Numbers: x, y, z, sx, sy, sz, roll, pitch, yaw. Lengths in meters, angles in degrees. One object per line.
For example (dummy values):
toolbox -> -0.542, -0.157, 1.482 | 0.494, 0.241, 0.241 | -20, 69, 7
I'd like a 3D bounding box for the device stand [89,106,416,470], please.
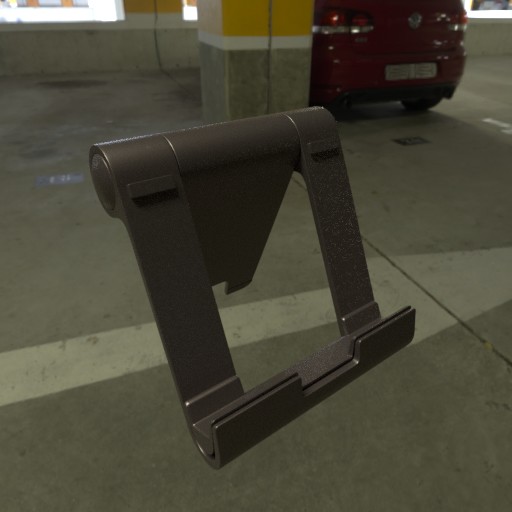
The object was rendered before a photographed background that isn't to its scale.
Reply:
device stand -> 0.000, 0.000, 0.153 | 0.088, 0.084, 0.079 | -21, 36, -32
